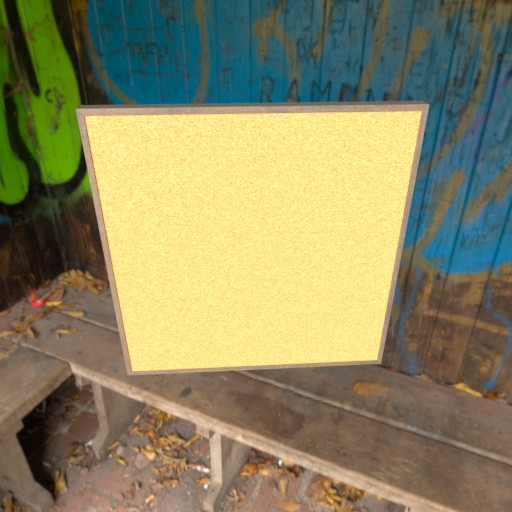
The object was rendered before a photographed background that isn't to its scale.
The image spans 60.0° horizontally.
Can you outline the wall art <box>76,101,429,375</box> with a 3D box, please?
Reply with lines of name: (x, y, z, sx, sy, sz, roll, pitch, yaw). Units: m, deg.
wall art: (0.000, 0.000, 1.153, 0.758, 0.758, 0.039, -2, 30, -3)
